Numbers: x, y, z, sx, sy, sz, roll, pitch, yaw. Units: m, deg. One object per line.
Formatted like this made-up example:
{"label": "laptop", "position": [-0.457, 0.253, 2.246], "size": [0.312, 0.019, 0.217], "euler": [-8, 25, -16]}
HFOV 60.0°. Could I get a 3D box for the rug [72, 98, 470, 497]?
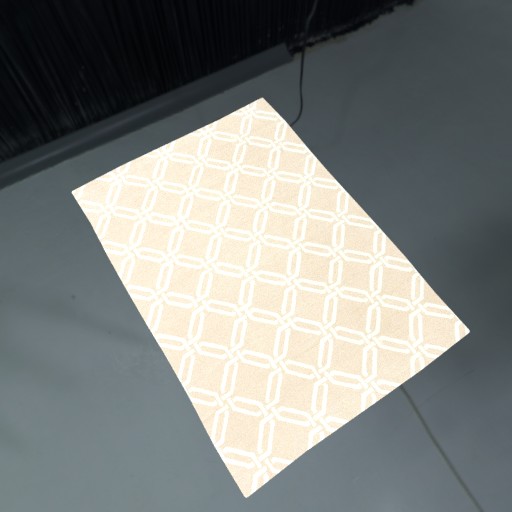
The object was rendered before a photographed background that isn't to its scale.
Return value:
{"label": "rug", "position": [0.000, 0.000, 2.706], "size": [1.524, 0.013, 2.135], "euler": [-31, 68, -14]}
